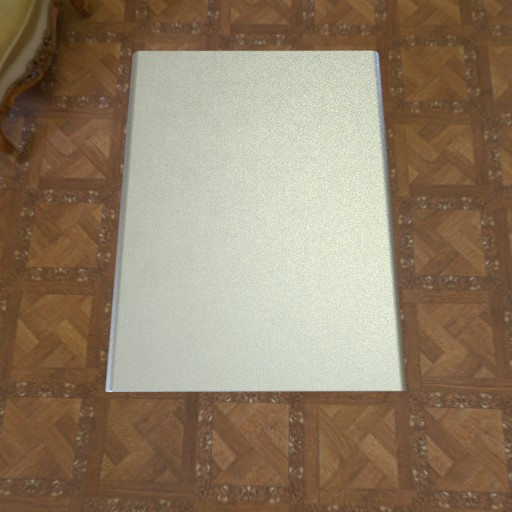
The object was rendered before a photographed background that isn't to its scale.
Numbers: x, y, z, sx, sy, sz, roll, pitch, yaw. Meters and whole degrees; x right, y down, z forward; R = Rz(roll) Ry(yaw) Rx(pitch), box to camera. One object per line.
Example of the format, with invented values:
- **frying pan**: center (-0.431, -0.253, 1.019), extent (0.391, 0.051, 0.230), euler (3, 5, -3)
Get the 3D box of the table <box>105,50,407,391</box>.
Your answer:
- **table**: center (0.000, 0.000, 1.362), extent (0.584, 0.876, 0.762), euler (0, 75, 0)
